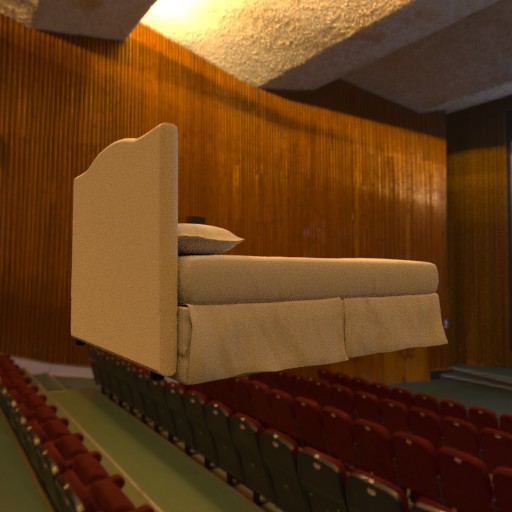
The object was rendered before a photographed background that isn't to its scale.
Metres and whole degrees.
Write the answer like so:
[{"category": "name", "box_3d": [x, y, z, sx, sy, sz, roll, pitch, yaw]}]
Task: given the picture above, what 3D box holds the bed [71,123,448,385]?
[{"category": "bed", "box_3d": [0.000, 0.000, 3.665, 2.477, 1.437, 1.977, 2, -3, -37]}]
